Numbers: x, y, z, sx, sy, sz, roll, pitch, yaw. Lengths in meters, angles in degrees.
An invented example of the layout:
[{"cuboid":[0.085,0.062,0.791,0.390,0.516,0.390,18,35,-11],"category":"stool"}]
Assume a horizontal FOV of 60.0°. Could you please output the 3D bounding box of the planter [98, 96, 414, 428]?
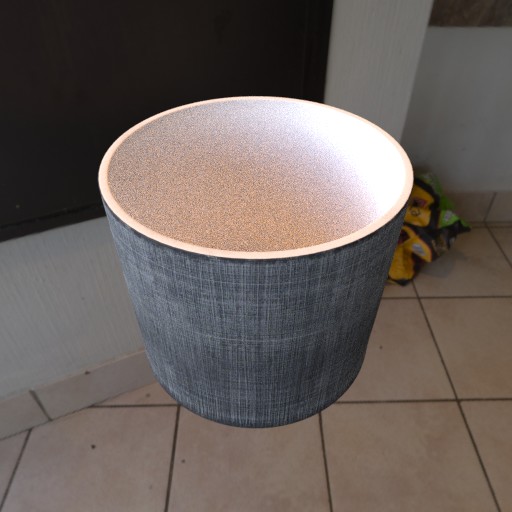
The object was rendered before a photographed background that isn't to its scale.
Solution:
[{"cuboid":[0.000,0.000,0.442,0.254,0.221,0.254,0,42,0],"category":"planter"}]
